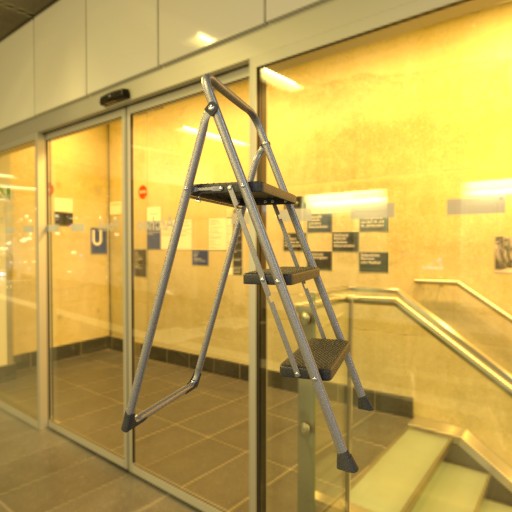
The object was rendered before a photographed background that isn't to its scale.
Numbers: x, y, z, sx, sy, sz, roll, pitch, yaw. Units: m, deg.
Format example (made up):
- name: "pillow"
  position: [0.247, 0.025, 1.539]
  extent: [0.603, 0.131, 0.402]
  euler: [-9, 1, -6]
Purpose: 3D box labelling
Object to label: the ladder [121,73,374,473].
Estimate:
- name: "ladder"
  position: [0.000, 0.000, 1.271]
  extent: [0.629, 0.945, 0.430]
  euler: [0, 1, 20]
